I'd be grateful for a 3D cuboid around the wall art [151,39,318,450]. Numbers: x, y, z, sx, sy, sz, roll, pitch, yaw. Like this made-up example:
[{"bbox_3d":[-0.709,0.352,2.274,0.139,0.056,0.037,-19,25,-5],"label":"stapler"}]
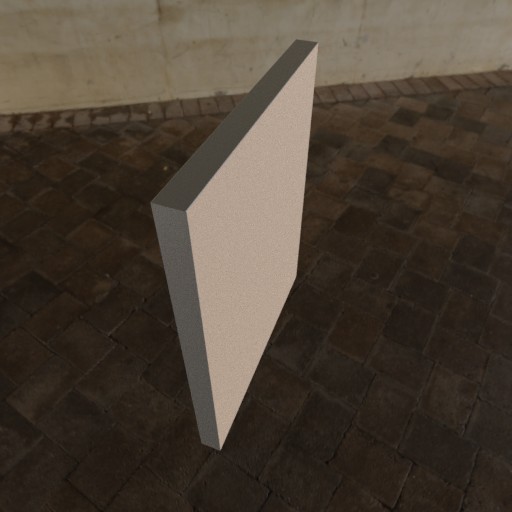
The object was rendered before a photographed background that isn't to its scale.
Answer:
[{"bbox_3d":[0.000,0.000,0.752,0.038,0.549,0.452,15,47,15],"label":"wall art"}]
